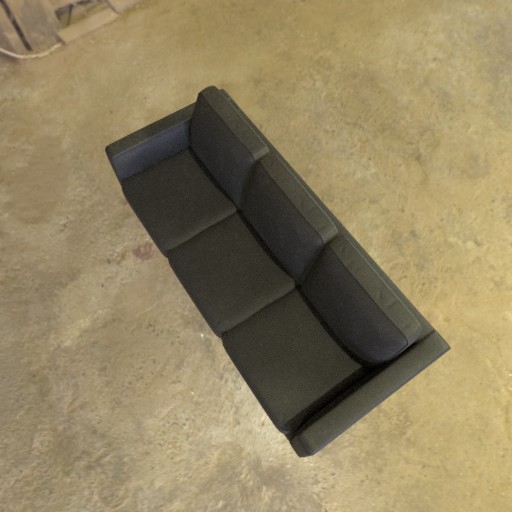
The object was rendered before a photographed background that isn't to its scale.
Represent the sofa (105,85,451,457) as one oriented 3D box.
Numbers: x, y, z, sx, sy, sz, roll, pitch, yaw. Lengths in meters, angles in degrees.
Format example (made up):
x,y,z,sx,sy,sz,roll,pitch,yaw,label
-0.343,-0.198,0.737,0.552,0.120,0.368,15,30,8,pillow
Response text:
x,y,z,sx,sy,sz,roll,pitch,yaw,label
0.000,0.000,2.563,0.879,0.899,2.029,-32,68,-14,sofa
